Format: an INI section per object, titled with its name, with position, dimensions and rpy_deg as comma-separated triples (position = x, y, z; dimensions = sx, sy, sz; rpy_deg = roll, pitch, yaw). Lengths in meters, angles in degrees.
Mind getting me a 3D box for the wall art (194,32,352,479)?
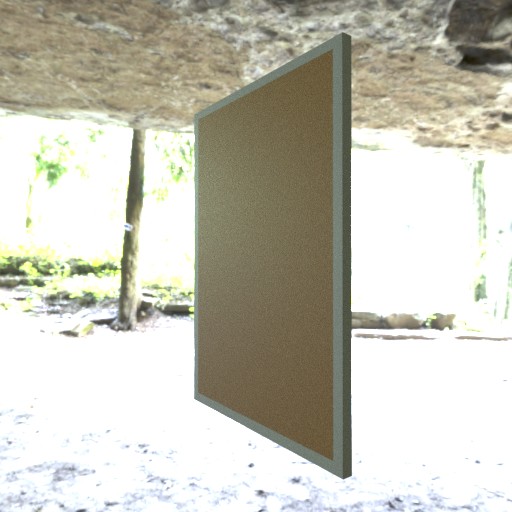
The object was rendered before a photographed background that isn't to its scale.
[wall art]
position = 0.000, 0.000, 0.555
dimensions = 0.013, 0.433, 0.303
rpy_deg = 0, 0, -36
